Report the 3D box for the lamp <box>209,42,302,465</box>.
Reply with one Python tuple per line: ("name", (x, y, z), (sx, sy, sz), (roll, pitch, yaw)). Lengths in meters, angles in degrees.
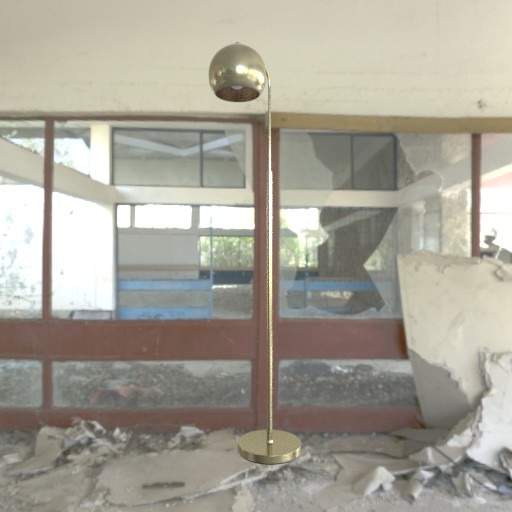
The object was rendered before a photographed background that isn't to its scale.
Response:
("lamp", (0.000, 0.000, 1.670), (0.250, 1.526, 0.431), (0, 0, 36))
